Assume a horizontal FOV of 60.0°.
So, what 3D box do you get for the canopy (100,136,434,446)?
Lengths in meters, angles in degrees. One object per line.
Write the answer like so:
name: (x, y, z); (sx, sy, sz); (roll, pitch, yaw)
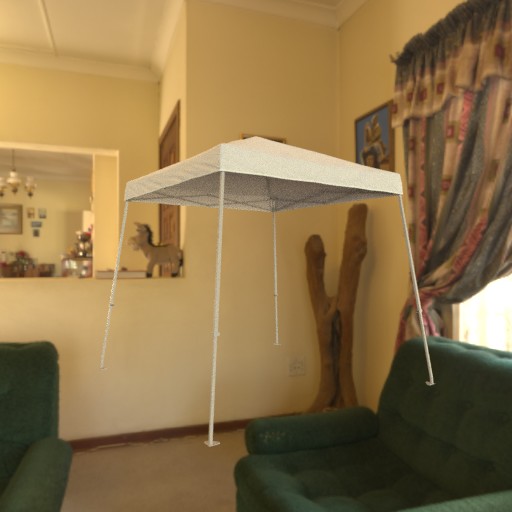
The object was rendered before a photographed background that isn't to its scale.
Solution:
canopy: (0.000, 0.000, 6.672); (3.599, 3.600, 3.600); (0, 0, -35)
